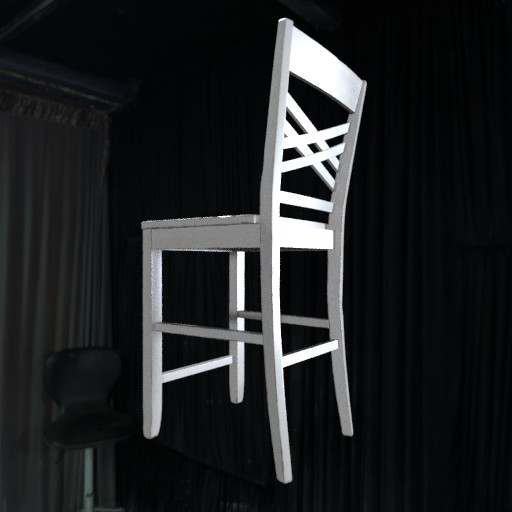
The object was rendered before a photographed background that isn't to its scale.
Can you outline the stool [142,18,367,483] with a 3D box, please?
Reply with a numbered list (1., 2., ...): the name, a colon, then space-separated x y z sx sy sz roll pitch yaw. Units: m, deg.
1. stool: 0.000 0.000 1.333 0.539 1.079 0.462 0 -1 37
